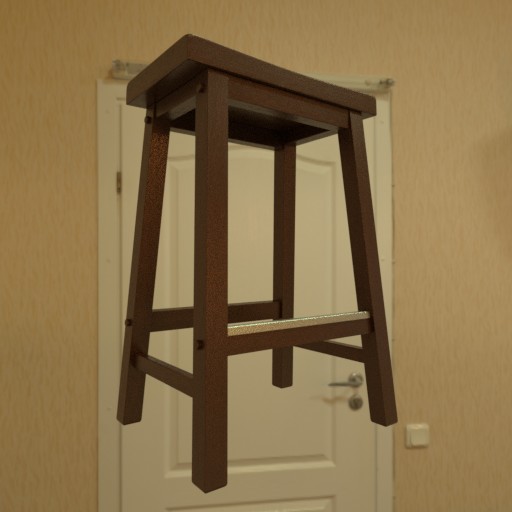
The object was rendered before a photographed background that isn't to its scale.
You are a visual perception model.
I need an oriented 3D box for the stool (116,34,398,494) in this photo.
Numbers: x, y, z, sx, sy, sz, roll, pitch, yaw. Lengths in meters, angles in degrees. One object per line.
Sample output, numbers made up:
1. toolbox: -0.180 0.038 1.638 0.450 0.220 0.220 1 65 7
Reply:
1. stool: 0.000 0.000 0.815 0.406 0.610 0.322 0 0 -37
